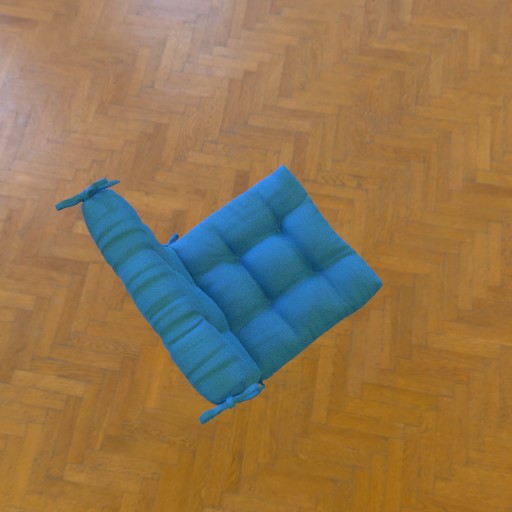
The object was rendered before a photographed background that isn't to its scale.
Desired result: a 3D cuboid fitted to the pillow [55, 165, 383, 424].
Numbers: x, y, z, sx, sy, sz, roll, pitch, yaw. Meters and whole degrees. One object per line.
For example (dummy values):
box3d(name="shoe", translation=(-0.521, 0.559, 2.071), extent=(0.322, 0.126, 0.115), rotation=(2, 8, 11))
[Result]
box3d(name="pillow", translation=(0.000, 0.000, 1.063), extent=(0.571, 0.605, 0.519), rotation=(-36, 77, -9))
